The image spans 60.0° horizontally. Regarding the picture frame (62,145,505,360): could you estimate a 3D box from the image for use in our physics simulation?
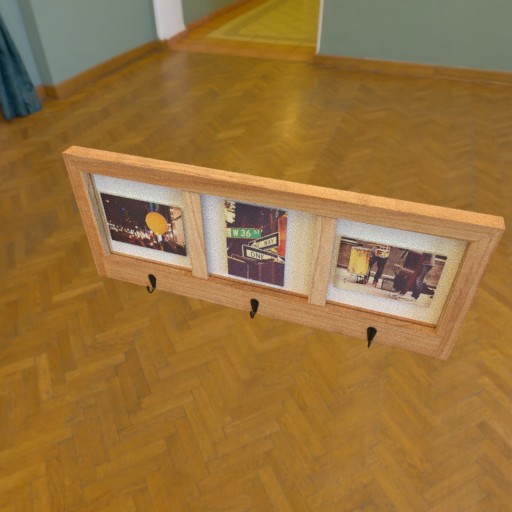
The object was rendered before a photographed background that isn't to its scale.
[{"bbox_3d":[0.000,0.000,0.637,0.582,0.234,0.045,12,41,14],"label":"picture frame"}]
